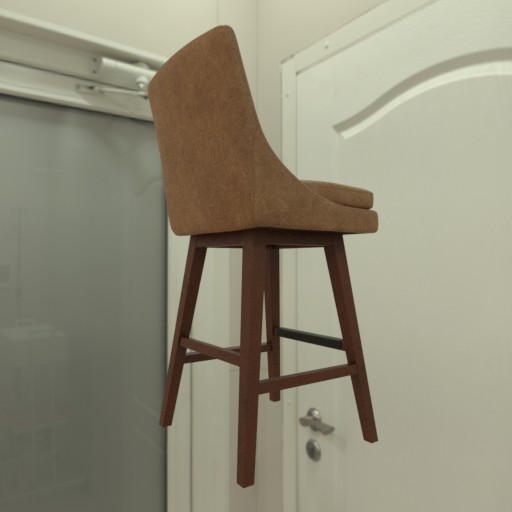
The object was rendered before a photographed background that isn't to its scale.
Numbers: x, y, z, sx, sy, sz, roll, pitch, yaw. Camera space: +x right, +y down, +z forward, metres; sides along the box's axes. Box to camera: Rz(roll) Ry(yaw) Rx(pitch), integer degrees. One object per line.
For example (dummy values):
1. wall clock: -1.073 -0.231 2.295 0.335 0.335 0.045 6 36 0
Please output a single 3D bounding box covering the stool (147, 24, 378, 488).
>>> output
1. stool: 0.000 0.000 1.342 0.572 1.079 0.487 0 -1 -35
